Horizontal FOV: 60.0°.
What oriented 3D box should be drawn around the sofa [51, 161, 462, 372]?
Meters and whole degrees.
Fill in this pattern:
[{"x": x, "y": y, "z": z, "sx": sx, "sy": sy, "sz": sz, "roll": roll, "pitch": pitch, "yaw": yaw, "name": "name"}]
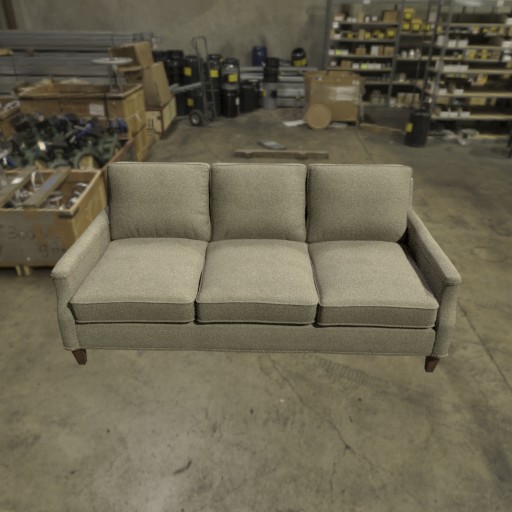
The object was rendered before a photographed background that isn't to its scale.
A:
[{"x": 0.000, "y": 0.000, "z": 2.854, "sx": 2.246, "sy": 1.003, "sz": 1.084, "roll": 1, "pitch": 30, "yaw": 2, "name": "sofa"}]
